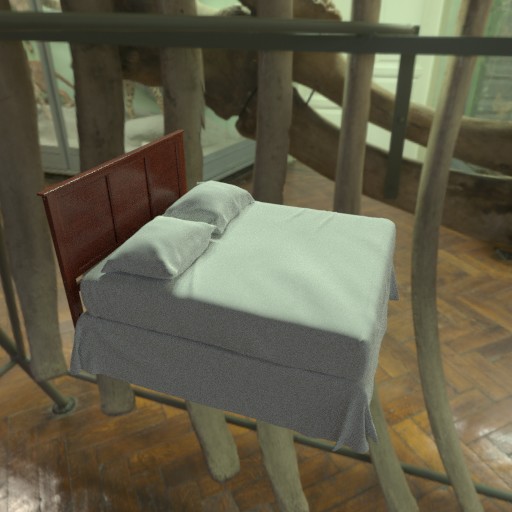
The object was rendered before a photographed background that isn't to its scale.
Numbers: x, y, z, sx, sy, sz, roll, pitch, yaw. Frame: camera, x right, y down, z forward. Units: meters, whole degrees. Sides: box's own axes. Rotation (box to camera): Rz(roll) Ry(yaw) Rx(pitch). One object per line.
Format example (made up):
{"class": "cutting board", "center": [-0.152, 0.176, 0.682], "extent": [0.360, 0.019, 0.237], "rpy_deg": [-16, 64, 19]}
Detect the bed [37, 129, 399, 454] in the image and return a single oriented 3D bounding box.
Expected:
{"class": "bed", "center": [0.000, 0.000, 3.168], "extent": [2.050, 1.270, 1.870], "rpy_deg": [10, 30, 18]}
